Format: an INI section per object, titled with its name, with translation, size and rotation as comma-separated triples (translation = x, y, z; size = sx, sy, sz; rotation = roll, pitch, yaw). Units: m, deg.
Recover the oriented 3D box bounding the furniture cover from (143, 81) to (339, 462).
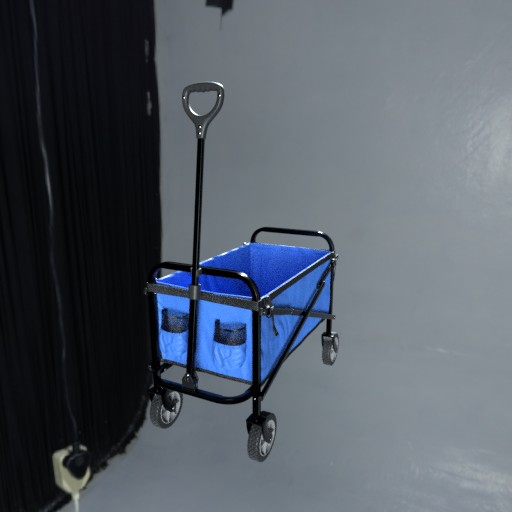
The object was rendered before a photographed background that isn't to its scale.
[furniture cover]
translation = 0.000, 0.000, 1.878
size = 0.532, 1.295, 1.038
rotation = 7, 15, 26
